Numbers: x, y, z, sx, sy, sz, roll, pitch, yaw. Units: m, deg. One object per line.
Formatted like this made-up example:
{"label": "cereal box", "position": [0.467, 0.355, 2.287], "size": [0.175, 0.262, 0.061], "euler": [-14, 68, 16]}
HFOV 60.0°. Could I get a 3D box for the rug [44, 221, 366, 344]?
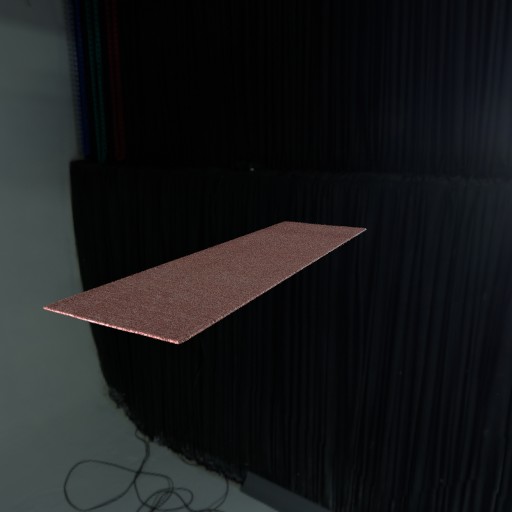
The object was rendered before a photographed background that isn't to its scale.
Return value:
{"label": "rug", "position": [0.000, 0.000, 2.587], "size": [0.687, 0.012, 2.307], "euler": [8, 16, 28]}
